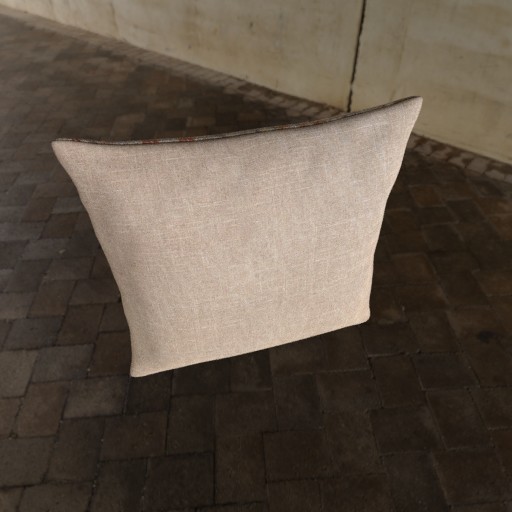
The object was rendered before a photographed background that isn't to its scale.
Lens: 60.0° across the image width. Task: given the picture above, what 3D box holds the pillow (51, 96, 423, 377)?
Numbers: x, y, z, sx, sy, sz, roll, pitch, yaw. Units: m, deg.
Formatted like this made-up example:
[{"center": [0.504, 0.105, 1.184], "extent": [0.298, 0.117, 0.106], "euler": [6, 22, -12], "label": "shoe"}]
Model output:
[{"center": [0.000, 0.000, 0.762], "extent": [0.523, 0.506, 0.166], "euler": [-11, 42, -12], "label": "pillow"}]
